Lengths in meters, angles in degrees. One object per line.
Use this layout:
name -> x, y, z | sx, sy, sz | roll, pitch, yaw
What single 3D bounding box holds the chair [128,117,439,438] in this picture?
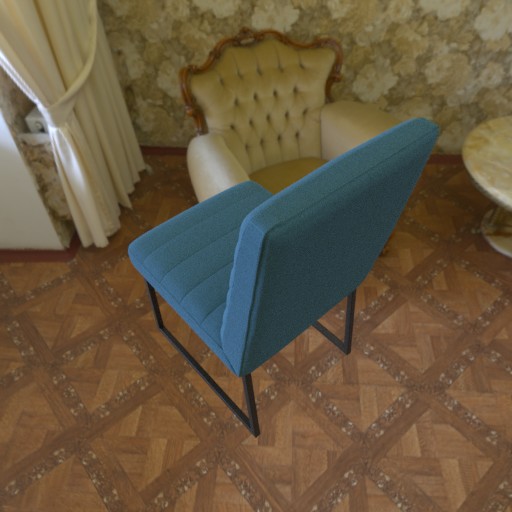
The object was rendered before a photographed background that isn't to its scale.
chair -> 0.000, 0.000, 1.294 | 0.520, 0.930, 0.634 | -33, 54, -28
